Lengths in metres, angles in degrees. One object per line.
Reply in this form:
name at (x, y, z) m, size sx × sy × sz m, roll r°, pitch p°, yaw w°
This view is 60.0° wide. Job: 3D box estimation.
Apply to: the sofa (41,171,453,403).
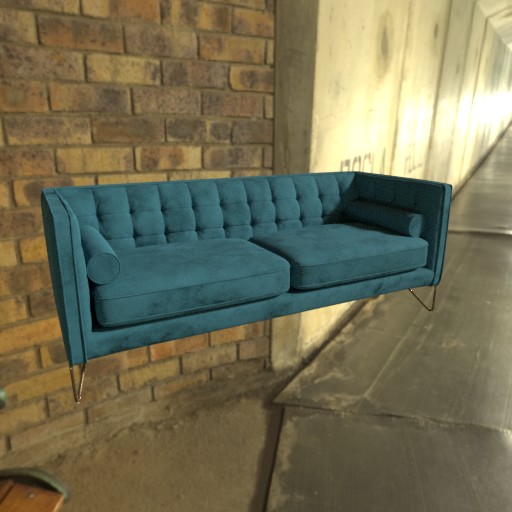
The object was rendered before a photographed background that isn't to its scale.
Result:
sofa at (0.000, 0.000, 2.478) m, size 2.087 × 0.789 × 0.867 m, roll -8°, pitch 18°, yaw -26°
